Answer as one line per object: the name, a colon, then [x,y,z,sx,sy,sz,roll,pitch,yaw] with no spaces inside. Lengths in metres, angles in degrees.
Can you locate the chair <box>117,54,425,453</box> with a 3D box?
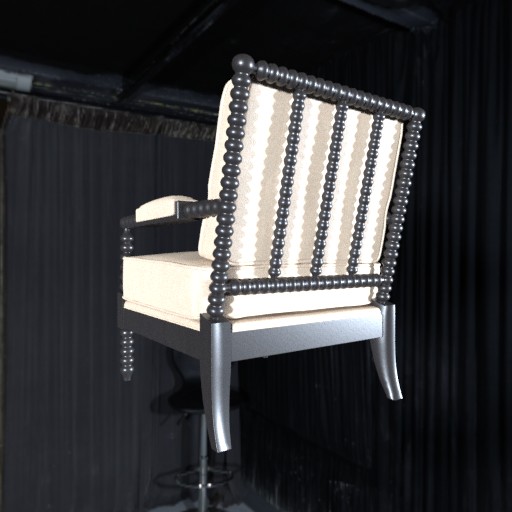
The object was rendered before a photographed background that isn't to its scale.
chair: [0.000,0.000,1.154,0.555,0.703,0.657,0,0,-35]
